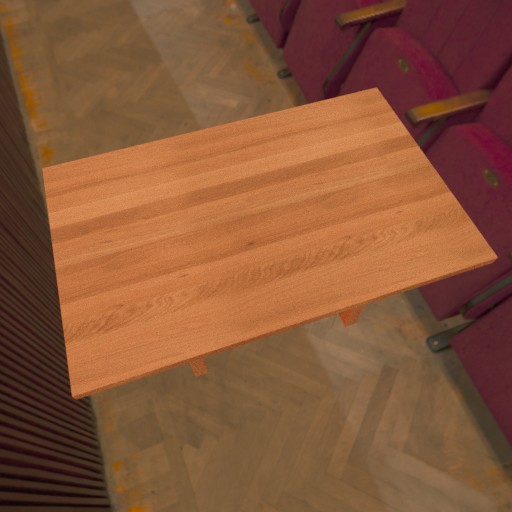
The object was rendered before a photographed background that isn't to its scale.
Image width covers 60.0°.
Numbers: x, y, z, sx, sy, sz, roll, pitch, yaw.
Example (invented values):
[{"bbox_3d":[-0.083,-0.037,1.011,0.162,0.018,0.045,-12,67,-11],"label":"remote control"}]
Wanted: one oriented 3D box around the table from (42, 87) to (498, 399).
[{"bbox_3d":[0.000,0.000,1.457,1.100,0.510,0.700,-16,61,-9],"label":"table"}]
